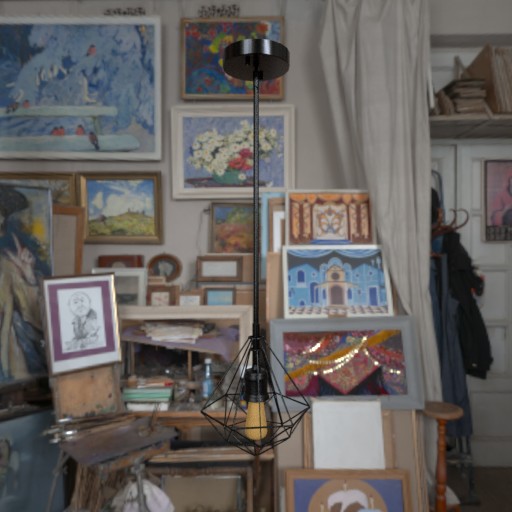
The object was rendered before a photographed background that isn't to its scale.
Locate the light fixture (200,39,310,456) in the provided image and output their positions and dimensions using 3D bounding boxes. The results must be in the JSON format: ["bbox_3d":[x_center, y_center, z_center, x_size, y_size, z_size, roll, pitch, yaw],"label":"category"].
[{"bbox_3d":[0.000,0.000,1.950,0.431,1.764,0.487,0,0,-37],"label":"light fixture"}]
